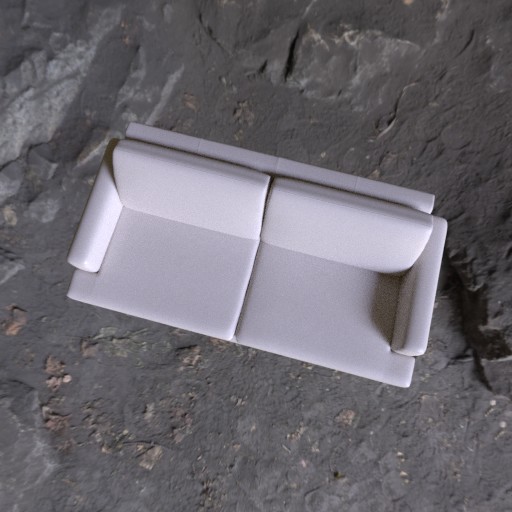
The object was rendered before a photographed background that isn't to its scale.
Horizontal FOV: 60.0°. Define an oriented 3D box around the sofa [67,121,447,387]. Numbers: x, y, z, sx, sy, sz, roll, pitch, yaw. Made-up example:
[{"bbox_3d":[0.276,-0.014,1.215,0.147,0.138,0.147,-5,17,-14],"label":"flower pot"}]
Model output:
[{"bbox_3d":[0.000,0.000,2.473,1.940,0.765,0.974,14,77,3],"label":"sofa"}]
